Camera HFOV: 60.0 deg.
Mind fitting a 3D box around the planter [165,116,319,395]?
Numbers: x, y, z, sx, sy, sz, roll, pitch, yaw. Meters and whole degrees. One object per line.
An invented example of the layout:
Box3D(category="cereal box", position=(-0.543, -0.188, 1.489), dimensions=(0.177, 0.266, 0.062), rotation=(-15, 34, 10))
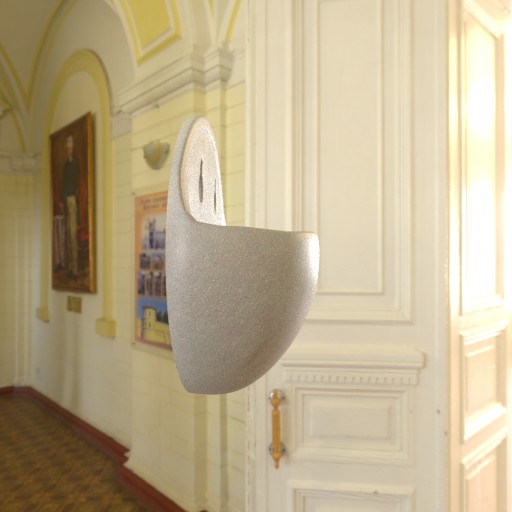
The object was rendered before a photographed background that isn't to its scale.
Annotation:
Box3D(category="planter", position=(0.000, 0.000, 0.275), dimensions=(0.073, 0.164, 0.190), rotation=(0, 0, 2))
